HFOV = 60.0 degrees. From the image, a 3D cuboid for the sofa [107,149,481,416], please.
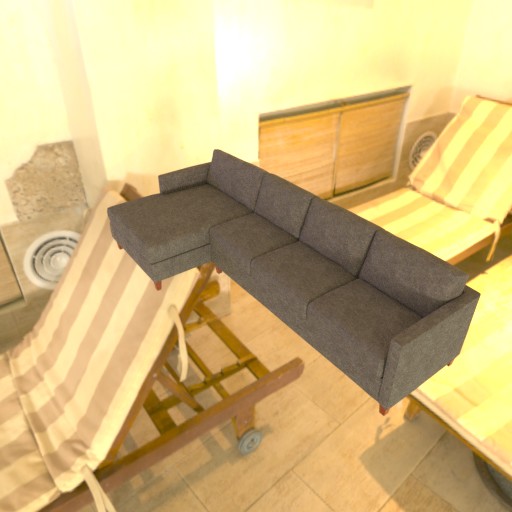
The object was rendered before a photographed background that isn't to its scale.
[{"bbox_3d":[0.000,0.000,4.149,1.606,0.954,3.471,-22,39,-30],"label":"sofa"}]
